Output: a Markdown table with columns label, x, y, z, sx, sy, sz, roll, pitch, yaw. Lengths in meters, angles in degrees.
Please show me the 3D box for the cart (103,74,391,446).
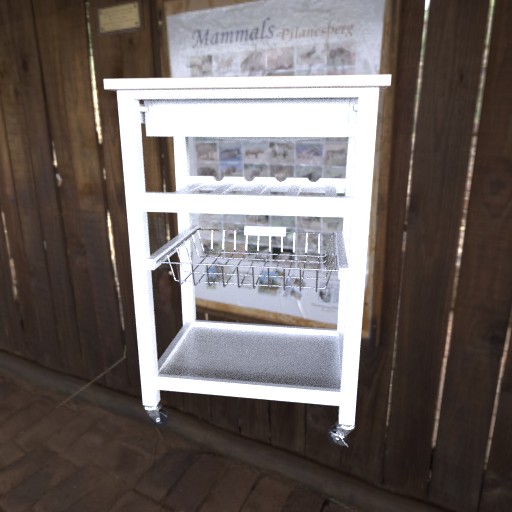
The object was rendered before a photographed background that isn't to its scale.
| label | x | y | z | sx | sy | sz | roll | pitch | yaw |
| --- | --- | --- | --- | --- | --- | --- | --- | --- | --- |
| cart | 0.000 | 0.000 | 1.189 | 0.578 | 0.857 | 0.406 | 2 | 17 | 8 |
